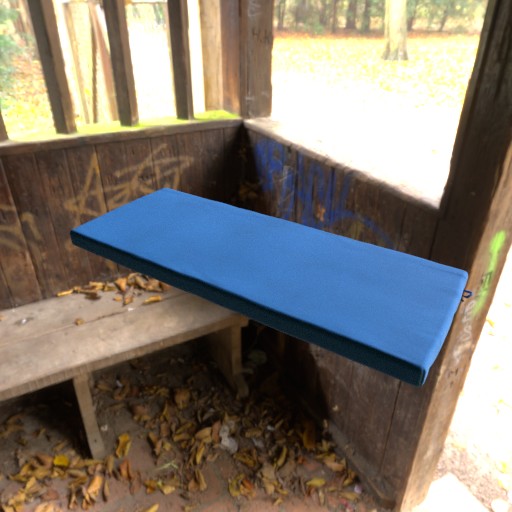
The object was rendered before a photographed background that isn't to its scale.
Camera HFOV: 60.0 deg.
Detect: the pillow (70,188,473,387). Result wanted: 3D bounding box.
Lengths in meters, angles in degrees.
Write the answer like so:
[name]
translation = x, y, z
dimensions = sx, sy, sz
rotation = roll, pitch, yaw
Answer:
[pillow]
translation = 0.000, 0.000, 1.357
dimensions = 1.187, 0.081, 0.492
rotation = 18, 35, 28
